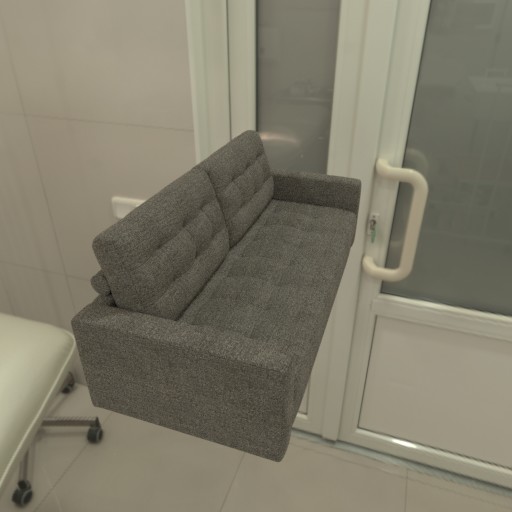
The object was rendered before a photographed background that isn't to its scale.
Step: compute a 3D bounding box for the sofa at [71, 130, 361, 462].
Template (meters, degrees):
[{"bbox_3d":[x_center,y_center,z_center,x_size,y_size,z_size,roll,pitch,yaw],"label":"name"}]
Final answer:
[{"bbox_3d":[0.000,0.000,2.323,0.863,0.902,1.821,10,32,16],"label":"sofa"}]
